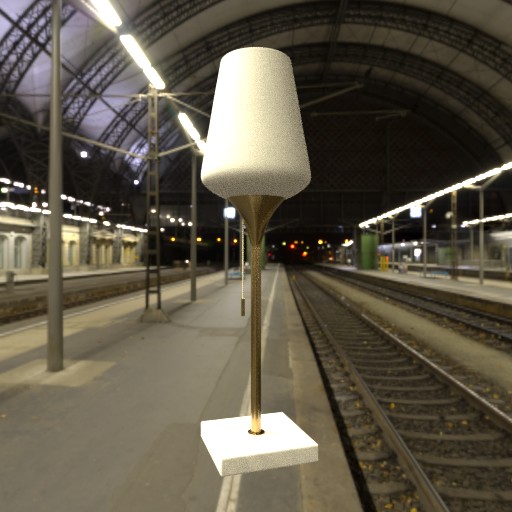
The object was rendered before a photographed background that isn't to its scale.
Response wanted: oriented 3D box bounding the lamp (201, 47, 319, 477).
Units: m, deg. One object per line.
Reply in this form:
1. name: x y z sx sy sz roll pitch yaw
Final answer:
1. lamp: 0.000 0.000 0.735 0.181 0.639 0.181 0 0 -18
